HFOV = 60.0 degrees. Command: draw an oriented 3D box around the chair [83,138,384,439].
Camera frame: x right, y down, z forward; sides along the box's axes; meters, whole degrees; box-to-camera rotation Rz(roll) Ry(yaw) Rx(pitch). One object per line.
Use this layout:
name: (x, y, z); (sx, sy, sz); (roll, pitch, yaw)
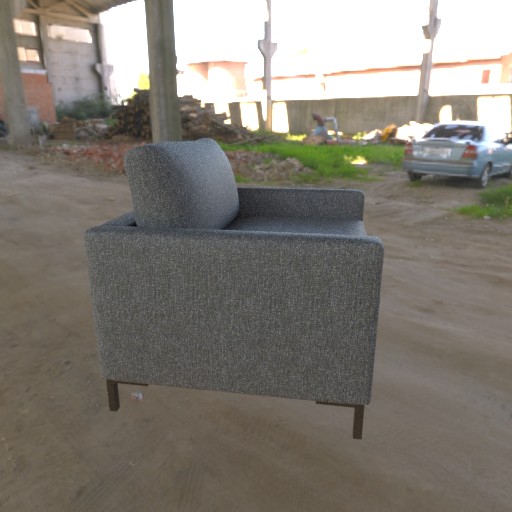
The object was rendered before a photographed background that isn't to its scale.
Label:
chair: (0.000, 0.000, 1.696); (0.866, 0.861, 0.963); (3, 17, 9)
